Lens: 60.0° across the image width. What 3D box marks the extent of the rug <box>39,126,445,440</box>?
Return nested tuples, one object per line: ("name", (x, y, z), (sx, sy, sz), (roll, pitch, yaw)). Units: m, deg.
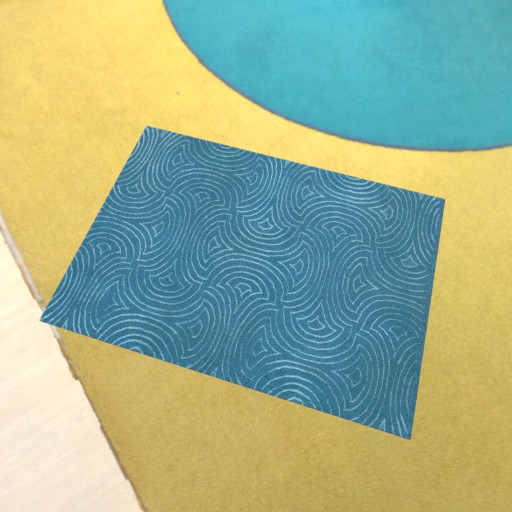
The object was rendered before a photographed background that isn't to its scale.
("rug", (0.000, 0.000, 2.746), (2.144, 0.015, 1.543), (16, 65, 8))
